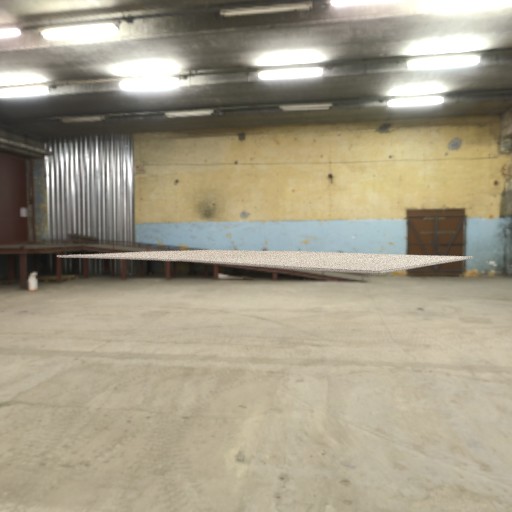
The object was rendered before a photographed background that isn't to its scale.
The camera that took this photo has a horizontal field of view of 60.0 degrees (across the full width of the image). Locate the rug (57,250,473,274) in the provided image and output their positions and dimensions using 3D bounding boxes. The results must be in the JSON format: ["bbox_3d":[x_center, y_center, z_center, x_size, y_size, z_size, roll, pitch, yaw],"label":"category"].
[{"bbox_3d":[0.000,0.000,2.249,1.792,0.021,1.154,2,3,38],"label":"rug"}]
